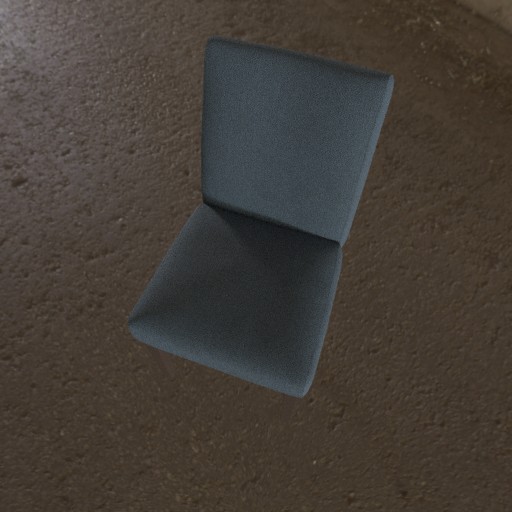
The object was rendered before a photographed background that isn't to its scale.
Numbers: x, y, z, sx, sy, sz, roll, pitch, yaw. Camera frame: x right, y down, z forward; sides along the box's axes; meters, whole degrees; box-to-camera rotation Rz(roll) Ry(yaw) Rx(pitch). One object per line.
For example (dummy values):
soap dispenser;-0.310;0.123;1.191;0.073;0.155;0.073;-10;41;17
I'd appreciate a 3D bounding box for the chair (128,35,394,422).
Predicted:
chair;0.000;0.000;1.225;0.487;0.882;0.629;17;60;10
